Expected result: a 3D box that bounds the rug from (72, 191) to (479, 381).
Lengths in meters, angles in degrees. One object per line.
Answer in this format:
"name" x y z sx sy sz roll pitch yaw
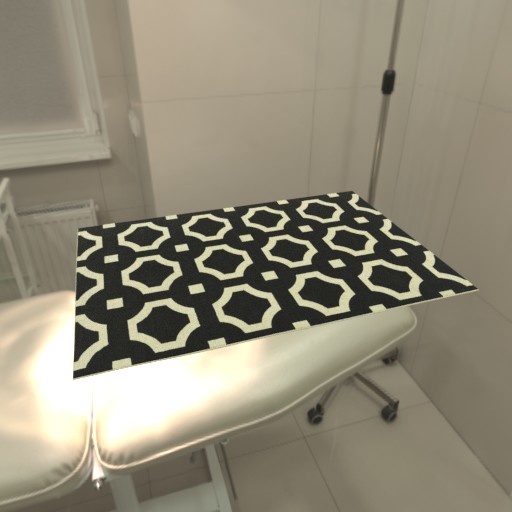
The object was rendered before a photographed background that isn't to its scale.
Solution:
"rug" 0.000 0.000 2.968 2.286 0.016 1.555 -10 33 -15
